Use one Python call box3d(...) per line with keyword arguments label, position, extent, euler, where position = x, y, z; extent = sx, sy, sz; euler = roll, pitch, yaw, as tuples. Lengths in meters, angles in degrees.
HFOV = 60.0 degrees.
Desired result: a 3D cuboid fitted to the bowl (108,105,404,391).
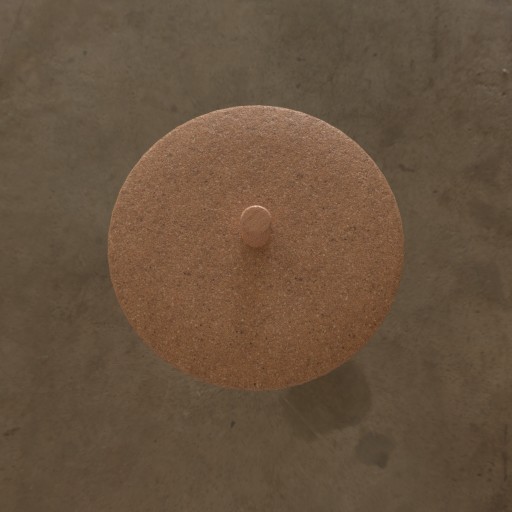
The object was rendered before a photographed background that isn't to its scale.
box3d(label="bowl", position=(0.000, 0.000, 0.221), extent=(0.126, 0.110, 0.126), euler=(0, 76, 0))
